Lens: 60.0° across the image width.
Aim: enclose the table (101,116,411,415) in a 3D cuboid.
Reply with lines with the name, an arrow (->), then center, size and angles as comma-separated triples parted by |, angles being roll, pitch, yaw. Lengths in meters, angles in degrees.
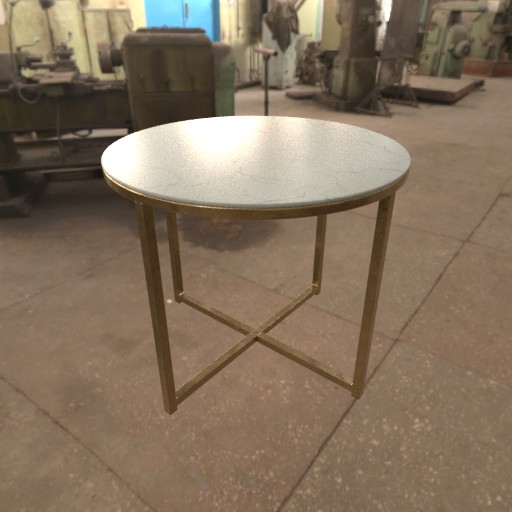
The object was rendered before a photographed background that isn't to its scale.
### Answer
table -> 0.000, 0.000, 0.849 | 0.500, 0.420, 0.500 | 0, 29, 0
